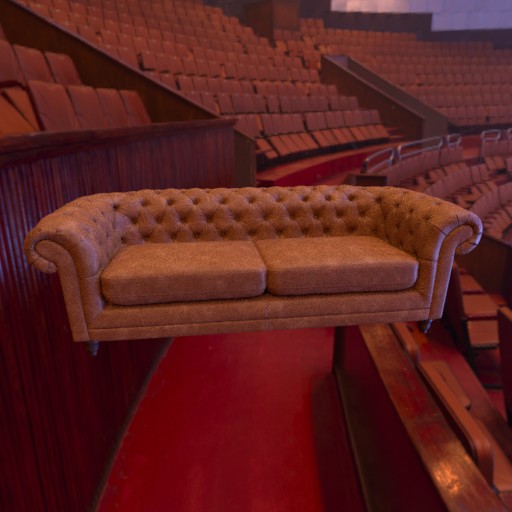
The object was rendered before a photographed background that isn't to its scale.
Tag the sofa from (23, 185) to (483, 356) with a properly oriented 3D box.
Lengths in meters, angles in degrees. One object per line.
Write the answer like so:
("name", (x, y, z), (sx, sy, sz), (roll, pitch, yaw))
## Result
("sofa", (0.000, 0.000, 2.766), (2.365, 0.760, 0.989), (-2, 19, -7))
